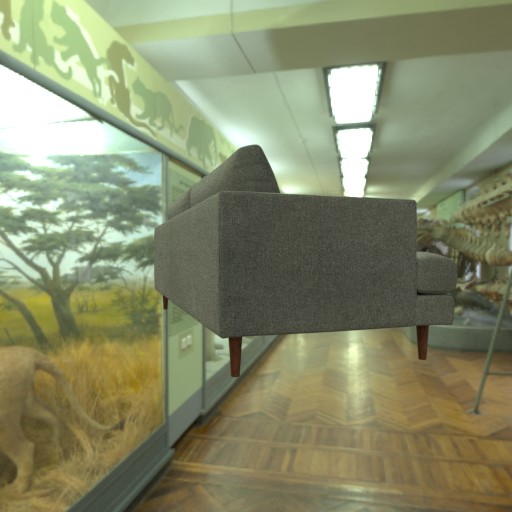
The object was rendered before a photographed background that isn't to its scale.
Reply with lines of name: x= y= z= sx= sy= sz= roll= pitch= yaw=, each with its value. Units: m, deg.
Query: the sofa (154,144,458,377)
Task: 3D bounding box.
sofa: x=0.000 y=0.000 z=2.730 sx=1.020 sy=0.868 sz=2.250 roll=0 pitch=0 yaw=-18
